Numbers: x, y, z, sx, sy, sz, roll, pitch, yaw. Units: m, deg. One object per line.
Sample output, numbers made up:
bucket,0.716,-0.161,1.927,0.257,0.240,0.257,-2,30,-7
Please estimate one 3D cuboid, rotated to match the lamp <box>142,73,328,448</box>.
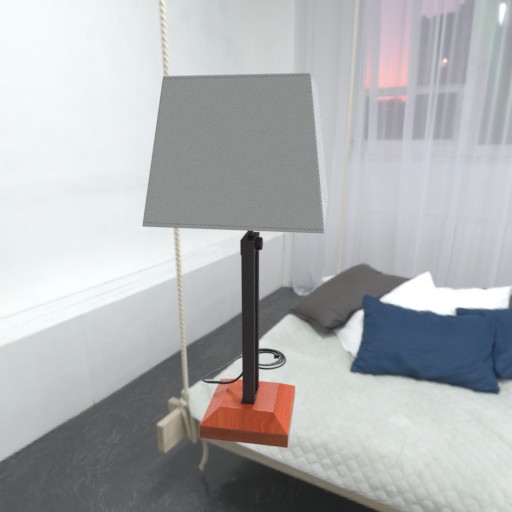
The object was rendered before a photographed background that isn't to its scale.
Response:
lamp,0.000,0.000,0.998,0.310,0.737,0.498,3,16,10
